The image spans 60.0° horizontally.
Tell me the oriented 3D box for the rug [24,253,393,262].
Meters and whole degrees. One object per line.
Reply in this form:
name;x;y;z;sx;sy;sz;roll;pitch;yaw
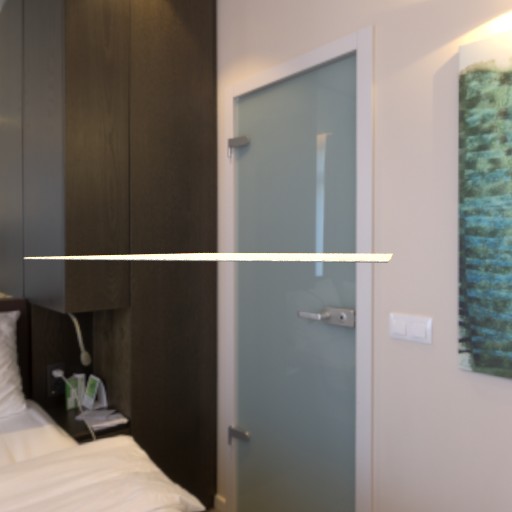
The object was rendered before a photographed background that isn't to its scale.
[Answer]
rug;0.000;0.000;4.169;2.447;0.014;3.061;0;1;18
